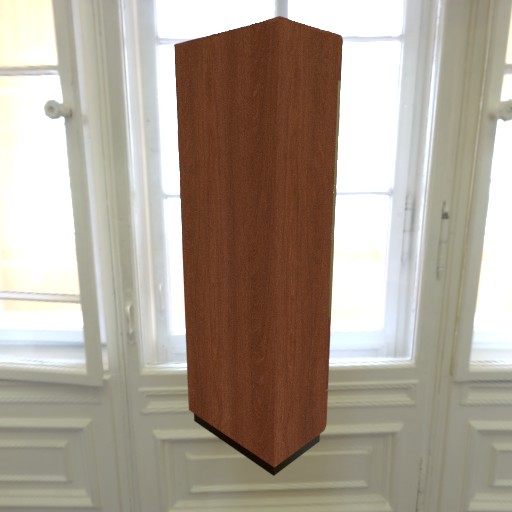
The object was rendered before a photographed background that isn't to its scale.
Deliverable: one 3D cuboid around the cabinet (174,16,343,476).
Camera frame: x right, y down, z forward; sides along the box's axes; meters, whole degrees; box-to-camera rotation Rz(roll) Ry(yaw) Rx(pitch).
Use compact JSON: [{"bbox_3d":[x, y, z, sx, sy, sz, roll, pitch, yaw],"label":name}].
[{"bbox_3d":[0.000,0.000,2.213,0.660,1.980,0.420,13,19,43],"label":"cabinet"}]
